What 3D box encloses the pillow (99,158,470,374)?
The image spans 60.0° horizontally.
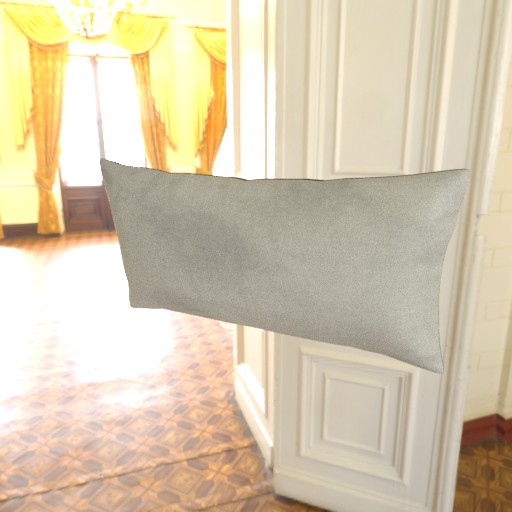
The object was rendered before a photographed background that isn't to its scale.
[{"bbox_3d":[0.000,0.000,0.732,0.608,0.305,0.156,7,17,25],"label":"pillow"}]
